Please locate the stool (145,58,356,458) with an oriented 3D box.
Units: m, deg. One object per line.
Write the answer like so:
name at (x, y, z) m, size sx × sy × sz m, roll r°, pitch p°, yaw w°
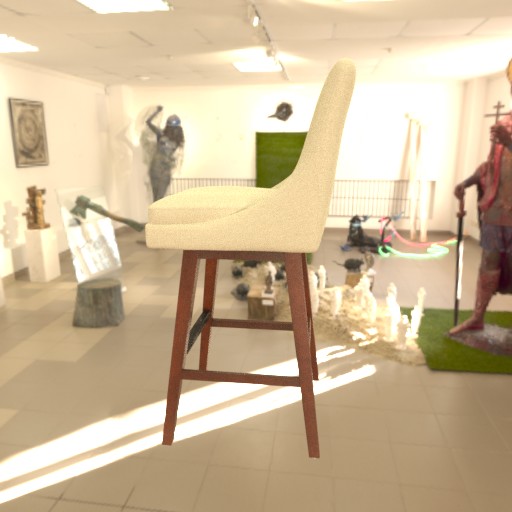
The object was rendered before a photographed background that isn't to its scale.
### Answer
stool at (0.000, 0.000, 1.411) m, size 0.559 × 1.097 × 0.470 m, roll 2°, pitch 14°, yaw 7°
